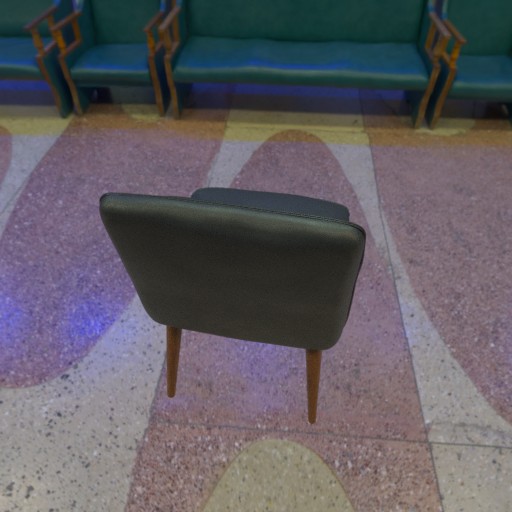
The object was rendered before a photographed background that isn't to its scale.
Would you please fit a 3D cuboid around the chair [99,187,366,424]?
[{"bbox_3d":[0.000,0.000,1.240,0.543,0.801,0.645,4,46,4],"label":"chair"}]
